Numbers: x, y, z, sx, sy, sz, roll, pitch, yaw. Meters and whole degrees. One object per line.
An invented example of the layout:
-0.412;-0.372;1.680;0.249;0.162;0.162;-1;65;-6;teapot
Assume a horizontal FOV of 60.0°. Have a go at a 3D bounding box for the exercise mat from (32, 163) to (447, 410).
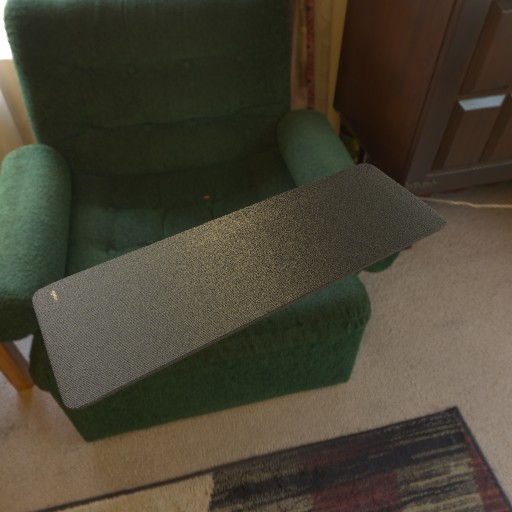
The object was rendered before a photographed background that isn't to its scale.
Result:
0.000;0.000;2.018;1.869;0.021;0.616;-24;51;-21;exercise mat
